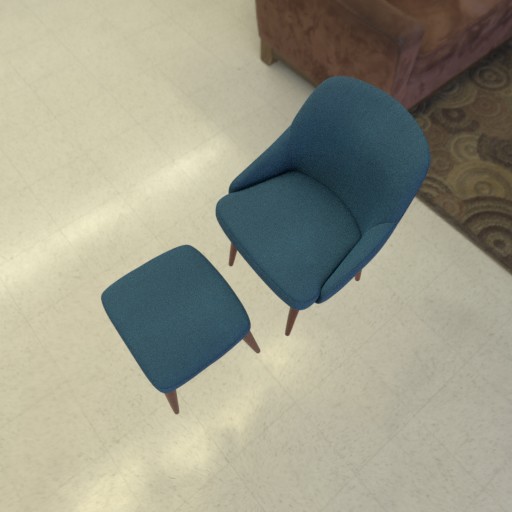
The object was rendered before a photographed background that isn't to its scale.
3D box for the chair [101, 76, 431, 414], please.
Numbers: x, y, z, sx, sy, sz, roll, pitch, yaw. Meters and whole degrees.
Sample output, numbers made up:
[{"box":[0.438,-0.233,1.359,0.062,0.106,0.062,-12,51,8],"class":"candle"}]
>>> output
[{"box":[0.000,0.000,1.629,1.114,0.866,0.584,-34,68,-16],"class":"chair"}]
